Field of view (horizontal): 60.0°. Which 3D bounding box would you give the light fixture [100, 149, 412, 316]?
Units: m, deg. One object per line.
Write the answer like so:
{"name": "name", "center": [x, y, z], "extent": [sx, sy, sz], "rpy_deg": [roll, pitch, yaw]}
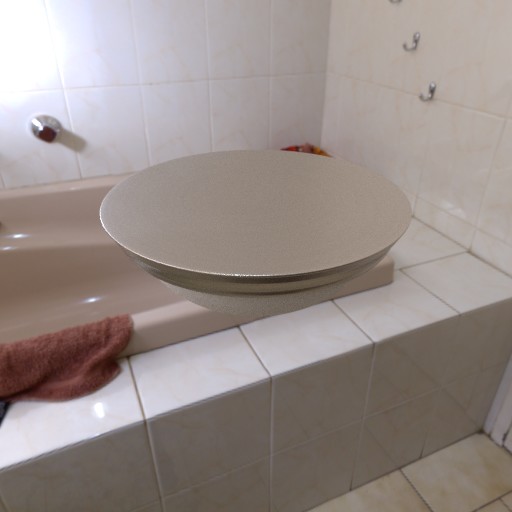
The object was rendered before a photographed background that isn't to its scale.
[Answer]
{"name": "light fixture", "center": [0.000, 0.000, 0.449], "extent": [0.280, 0.135, 0.280], "rpy_deg": [0, 30, 0]}
